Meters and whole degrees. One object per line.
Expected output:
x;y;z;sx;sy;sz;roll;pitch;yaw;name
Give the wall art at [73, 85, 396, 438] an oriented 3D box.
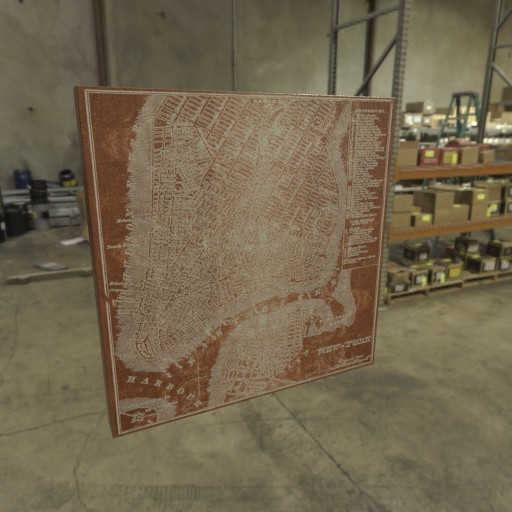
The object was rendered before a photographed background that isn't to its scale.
0.000;0.000;0.583;0.403;0.403;0.035;-8;18;-25;wall art
